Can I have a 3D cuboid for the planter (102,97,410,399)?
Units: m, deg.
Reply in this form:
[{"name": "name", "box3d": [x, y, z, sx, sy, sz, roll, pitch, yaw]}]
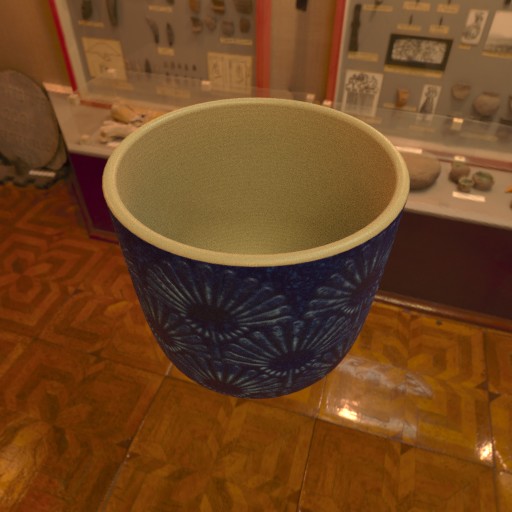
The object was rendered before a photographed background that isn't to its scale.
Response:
[{"name": "planter", "box3d": [0.000, 0.000, 0.220, 0.124, 0.109, 0.124, 0, 43, 0]}]
